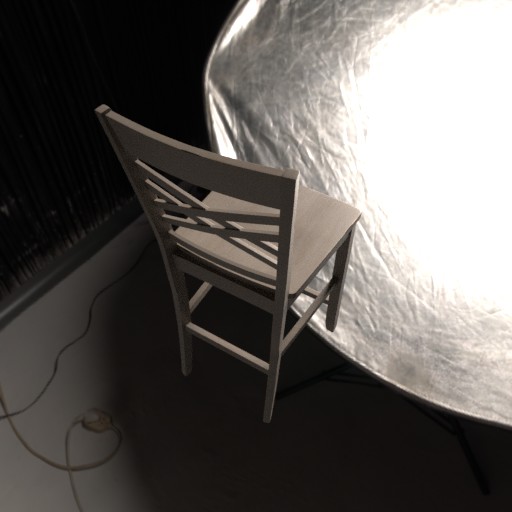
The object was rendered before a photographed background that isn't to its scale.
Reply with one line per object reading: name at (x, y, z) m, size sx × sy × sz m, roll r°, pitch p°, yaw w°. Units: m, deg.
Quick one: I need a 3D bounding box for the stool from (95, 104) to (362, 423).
stool at (0.000, 0.000, 1.358) m, size 0.462 × 1.079 × 0.539 m, roll 23°, pitch 51°, yaw 21°
